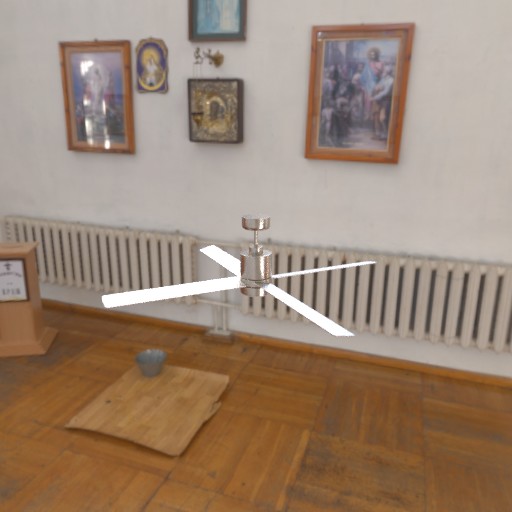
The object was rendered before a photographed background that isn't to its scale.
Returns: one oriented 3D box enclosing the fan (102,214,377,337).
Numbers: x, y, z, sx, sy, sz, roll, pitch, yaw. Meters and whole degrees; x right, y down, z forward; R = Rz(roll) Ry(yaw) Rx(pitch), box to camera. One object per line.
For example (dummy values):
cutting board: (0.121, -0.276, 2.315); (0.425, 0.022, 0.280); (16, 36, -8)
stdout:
fan: (0.000, 0.000, 1.968); (1.322, 0.355, 1.322); (-7, 16, -25)
